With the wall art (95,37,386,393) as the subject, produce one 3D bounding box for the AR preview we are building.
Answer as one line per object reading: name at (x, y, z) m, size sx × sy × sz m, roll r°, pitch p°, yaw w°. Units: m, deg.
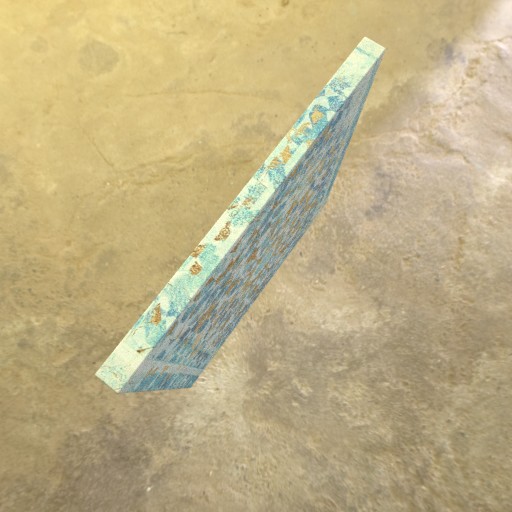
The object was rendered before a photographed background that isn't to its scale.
wall art at (0.000, 0.000, 0.889) m, size 0.040 × 0.609 × 0.609 m, roll 35°, pitch 77°, yaw 9°
